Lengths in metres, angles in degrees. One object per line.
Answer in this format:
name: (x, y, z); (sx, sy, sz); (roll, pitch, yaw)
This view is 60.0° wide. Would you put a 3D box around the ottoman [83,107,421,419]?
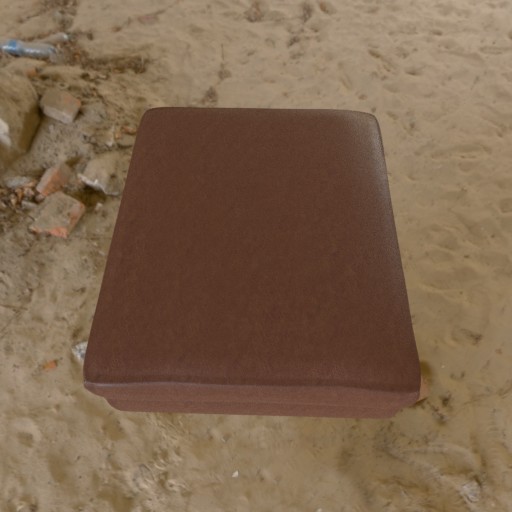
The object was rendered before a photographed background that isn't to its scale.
ottoman: (0.000, 0.000, 1.449); (0.836, 0.472, 0.987); (1, 59, 1)
